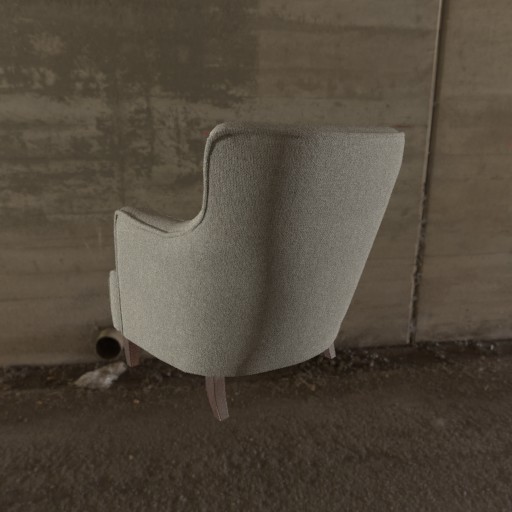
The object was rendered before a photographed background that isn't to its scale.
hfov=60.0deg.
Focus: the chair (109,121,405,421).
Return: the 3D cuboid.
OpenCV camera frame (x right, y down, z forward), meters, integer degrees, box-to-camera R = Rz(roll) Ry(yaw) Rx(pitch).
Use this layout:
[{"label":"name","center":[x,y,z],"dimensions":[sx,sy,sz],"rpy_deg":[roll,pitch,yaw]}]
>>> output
[{"label":"chair","center":[0.000,0.000,1.601],"dimensions":[0.820,0.920,0.910],"rpy_deg":[-14,21,-42]}]
